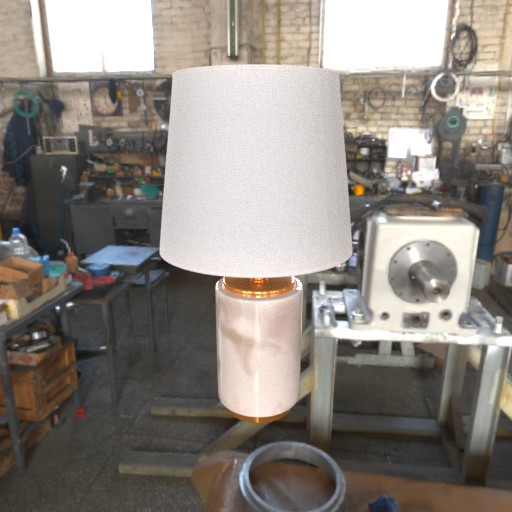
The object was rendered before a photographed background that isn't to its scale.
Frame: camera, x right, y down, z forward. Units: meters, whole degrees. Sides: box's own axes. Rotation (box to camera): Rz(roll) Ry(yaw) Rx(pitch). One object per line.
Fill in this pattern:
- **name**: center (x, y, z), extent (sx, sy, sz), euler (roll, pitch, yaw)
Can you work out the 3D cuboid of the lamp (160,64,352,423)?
- **lamp**: center (0.000, 0.000, 0.448), extent (0.189, 0.340, 0.189), euler (0, 16, 0)
